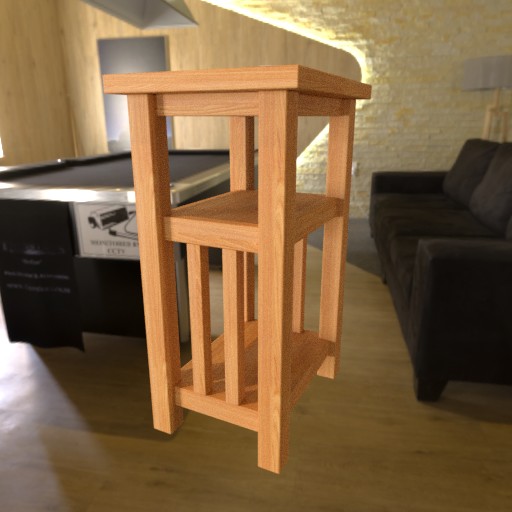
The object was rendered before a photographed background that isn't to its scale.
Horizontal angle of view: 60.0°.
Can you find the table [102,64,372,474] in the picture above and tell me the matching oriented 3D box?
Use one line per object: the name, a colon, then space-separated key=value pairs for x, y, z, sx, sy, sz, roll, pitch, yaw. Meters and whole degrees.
table: x=0.000 y=0.000 z=0.745 sx=0.270 sy=0.550 sz=0.350 roll=8 pitch=19 yaw=25
